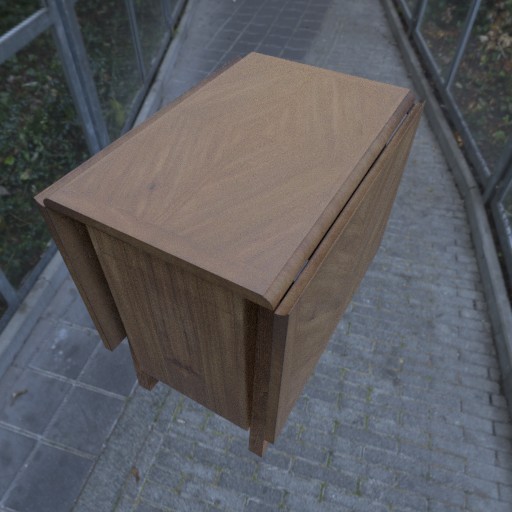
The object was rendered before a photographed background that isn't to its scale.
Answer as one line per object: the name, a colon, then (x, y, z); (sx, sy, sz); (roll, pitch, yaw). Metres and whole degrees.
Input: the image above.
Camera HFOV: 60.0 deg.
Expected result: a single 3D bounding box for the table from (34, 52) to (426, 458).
table: (0.000, 0.000, 1.594); (0.701, 0.981, 0.967); (23, 51, 20)
